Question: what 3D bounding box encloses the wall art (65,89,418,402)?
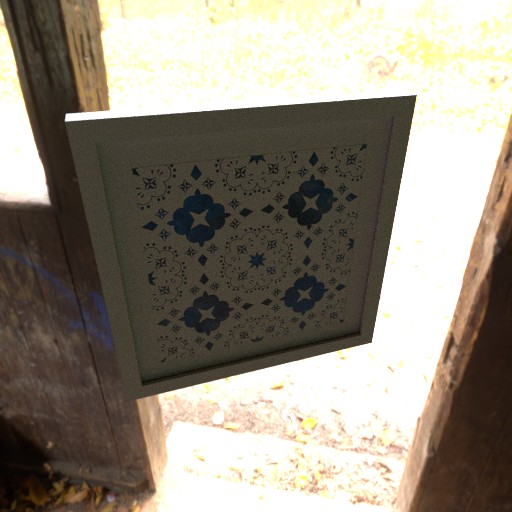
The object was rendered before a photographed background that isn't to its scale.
[{"bbox_3d":[0.000,0.000,0.532,0.355,0.355,0.027,-10,33,-15],"label":"wall art"}]
